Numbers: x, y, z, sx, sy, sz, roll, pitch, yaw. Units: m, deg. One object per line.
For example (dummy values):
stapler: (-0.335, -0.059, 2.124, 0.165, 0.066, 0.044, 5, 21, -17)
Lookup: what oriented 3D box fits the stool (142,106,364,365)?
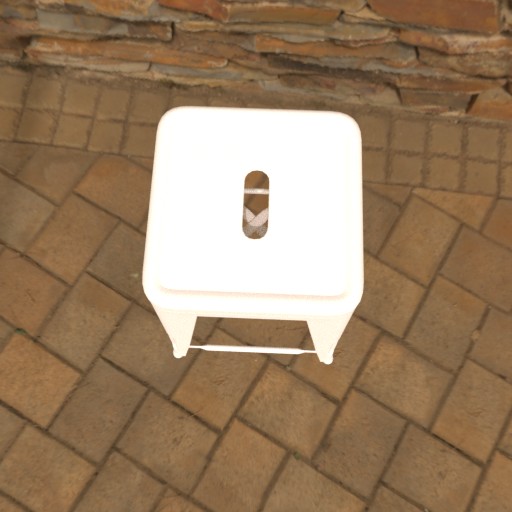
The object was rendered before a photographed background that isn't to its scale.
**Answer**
stool: (0.000, 0.000, 0.871, 0.406, 0.610, 0.406, 2, 77, 1)
